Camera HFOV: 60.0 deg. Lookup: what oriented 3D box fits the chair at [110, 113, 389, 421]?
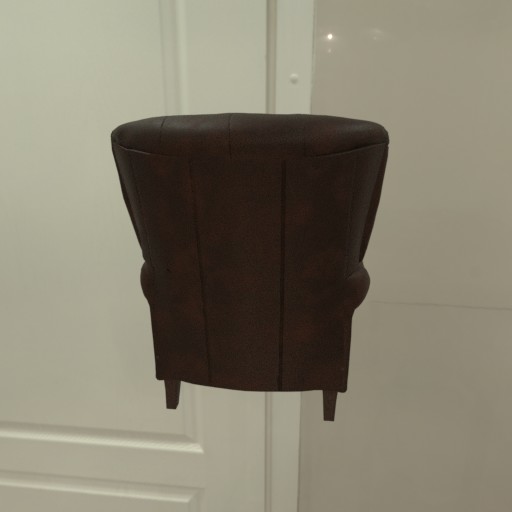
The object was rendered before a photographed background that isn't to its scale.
[{"bbox_3d":[0.000,0.000,1.906,0.948,1.158,1.058,2,17,7],"label":"chair"}]
